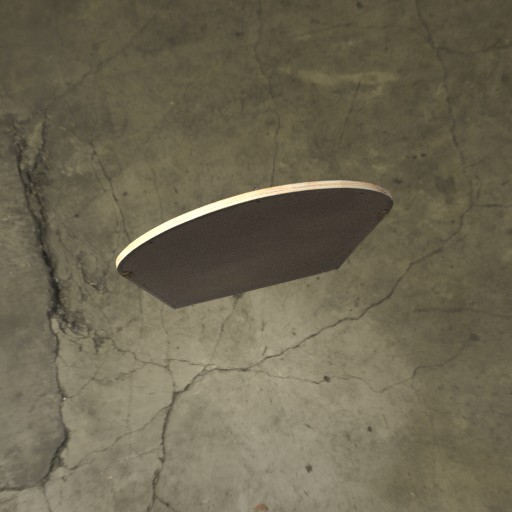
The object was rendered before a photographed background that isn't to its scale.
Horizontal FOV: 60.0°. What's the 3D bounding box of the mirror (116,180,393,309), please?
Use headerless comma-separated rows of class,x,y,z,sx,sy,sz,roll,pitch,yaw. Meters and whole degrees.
mirror,0.000,0.000,1.159,0.609,0.915,0.032,-14,77,-3
